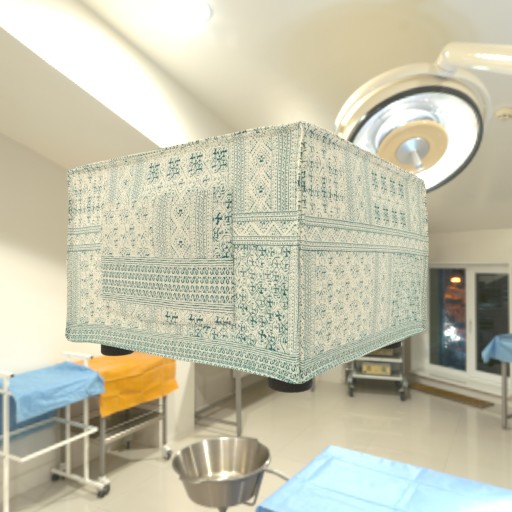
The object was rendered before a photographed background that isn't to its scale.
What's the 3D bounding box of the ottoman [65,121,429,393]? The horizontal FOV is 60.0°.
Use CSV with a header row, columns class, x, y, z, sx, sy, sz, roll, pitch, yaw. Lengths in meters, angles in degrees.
class,x,y,z,sx,sy,sz,roll,pitch,yaw
ottoman,0.000,0.000,1.038,0.617,0.439,0.626,-1,-1,36
